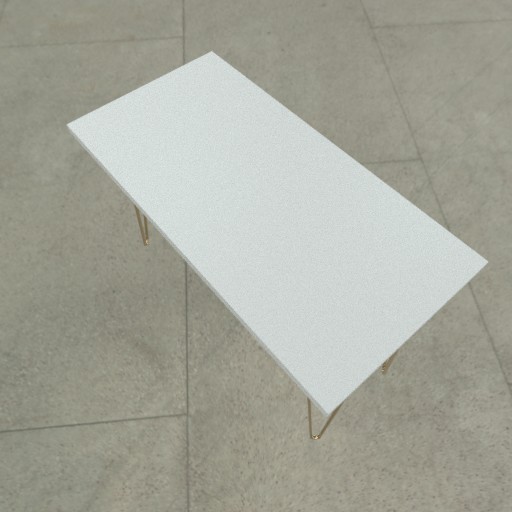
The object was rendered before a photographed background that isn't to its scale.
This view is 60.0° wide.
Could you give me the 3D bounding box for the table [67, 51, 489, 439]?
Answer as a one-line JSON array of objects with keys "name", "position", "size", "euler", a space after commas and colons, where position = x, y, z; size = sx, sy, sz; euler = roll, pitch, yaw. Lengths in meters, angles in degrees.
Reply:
[{"name": "table", "position": [0.000, 0.000, 1.366], "size": [0.498, 0.660, 0.991], "euler": [-36, 65, -20]}]
